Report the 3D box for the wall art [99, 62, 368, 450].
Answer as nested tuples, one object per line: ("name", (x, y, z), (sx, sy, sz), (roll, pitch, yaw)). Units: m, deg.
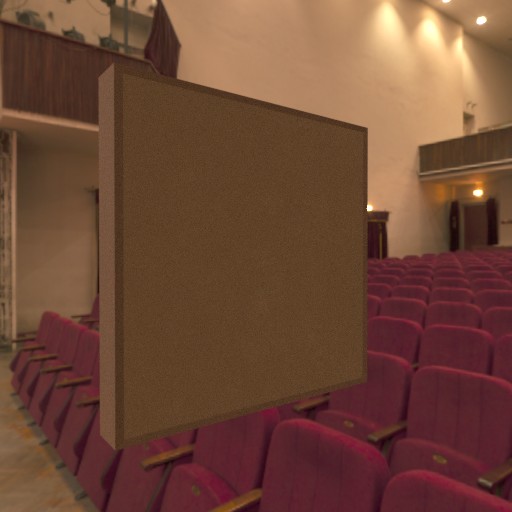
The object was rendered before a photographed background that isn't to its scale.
("wall art", (0.000, 0.000, 0.453), (0.304, 0.303, 0.038), (0, 1, -37))
